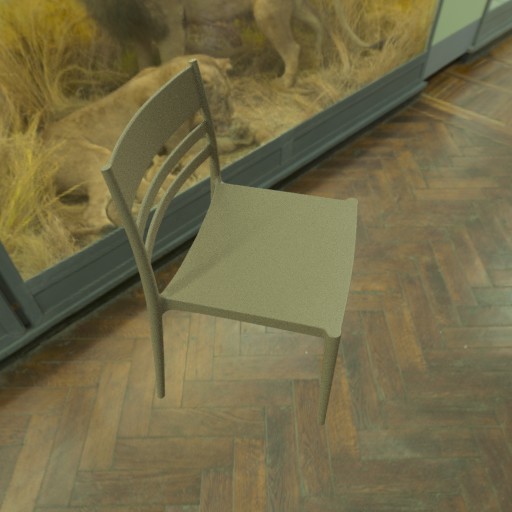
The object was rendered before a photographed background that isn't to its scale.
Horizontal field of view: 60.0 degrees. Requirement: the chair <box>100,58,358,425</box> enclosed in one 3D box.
[{"bbox_3d":[0.000,0.000,1.165,0.511,0.800,0.531,10,47,9],"label":"chair"}]
